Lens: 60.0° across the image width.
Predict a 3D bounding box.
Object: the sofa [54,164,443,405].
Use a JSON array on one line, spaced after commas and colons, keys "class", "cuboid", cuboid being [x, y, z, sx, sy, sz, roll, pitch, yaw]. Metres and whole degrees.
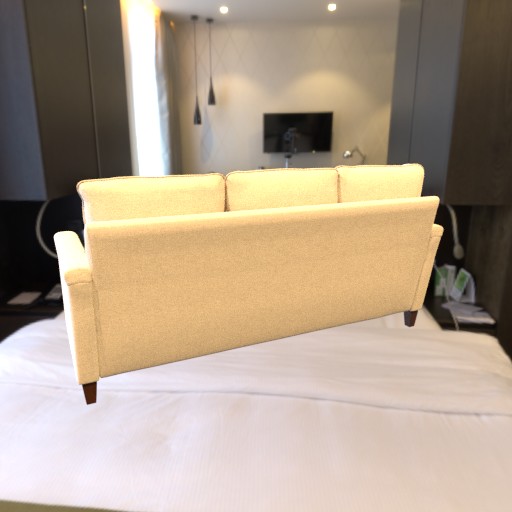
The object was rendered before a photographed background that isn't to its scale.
[{"class": "sofa", "cuboid": [0.000, 0.000, 2.371, 1.925, 0.961, 0.828, -7, 16, -25]}]
